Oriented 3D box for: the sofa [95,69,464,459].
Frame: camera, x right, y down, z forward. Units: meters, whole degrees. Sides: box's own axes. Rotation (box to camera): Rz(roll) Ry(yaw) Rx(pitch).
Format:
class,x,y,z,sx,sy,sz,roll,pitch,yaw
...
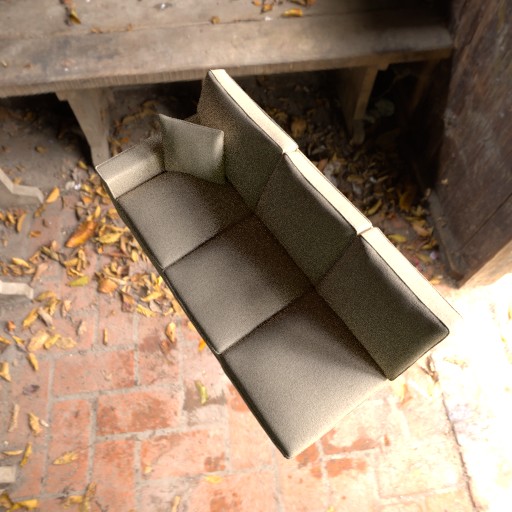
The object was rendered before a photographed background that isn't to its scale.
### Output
class,x,y,z,sx,sy,sz,roll,pitch,yaw
sofa,0.000,0.000,2.567,1.034,0.946,1.962,-33,68,-15
